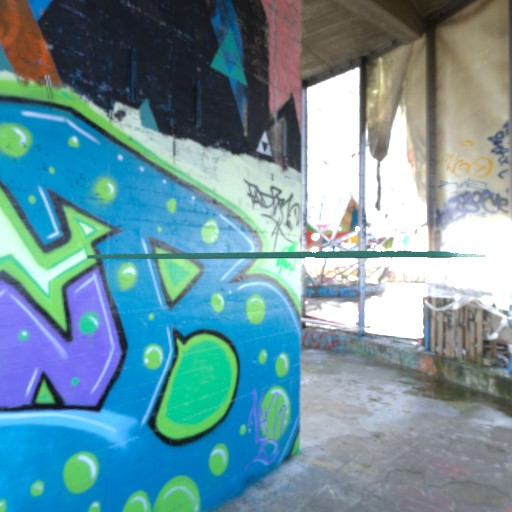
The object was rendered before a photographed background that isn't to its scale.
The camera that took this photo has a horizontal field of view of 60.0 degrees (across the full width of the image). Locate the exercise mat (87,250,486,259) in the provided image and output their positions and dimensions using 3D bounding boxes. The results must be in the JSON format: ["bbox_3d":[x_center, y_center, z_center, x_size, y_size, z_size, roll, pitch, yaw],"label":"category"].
[{"bbox_3d":[0.000,0.000,2.077,1.869,0.021,0.616,0,-1,37],"label":"exercise mat"}]
